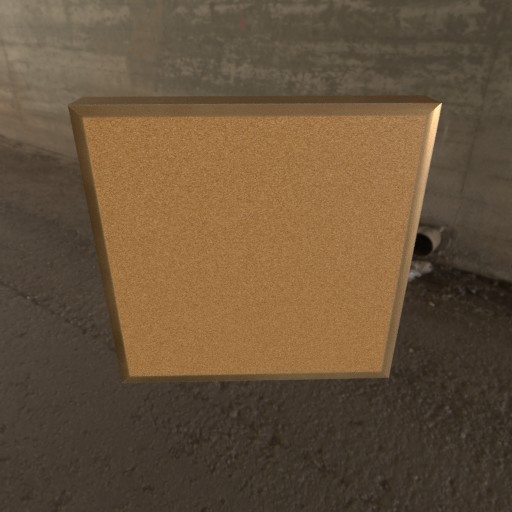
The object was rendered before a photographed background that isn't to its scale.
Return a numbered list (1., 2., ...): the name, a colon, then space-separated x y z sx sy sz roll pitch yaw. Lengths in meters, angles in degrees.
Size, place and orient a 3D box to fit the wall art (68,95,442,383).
1. wall art: 0.000 0.000 0.450 0.305 0.303 0.038 -1 29 -1
